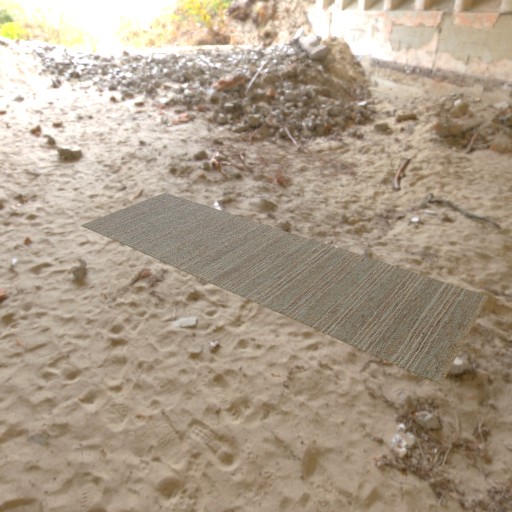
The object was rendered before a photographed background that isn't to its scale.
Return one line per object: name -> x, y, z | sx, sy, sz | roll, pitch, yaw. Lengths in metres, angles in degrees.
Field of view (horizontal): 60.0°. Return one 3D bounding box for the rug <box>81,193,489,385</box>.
rug -> 0.000, 0.000, 2.670 | 2.438, 0.006, 0.783 | 20, 35, 32
